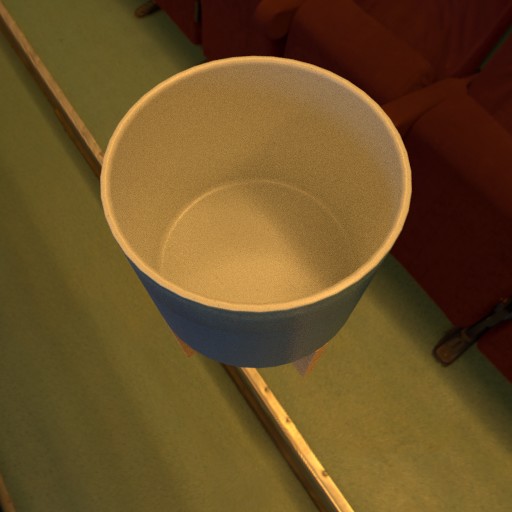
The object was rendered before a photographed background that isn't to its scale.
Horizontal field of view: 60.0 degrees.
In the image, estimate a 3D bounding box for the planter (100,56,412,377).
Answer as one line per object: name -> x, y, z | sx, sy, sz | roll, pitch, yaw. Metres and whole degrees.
planter -> 0.000, 0.000, 0.394 | 0.192, 0.263, 0.192 | 0, 64, 0
